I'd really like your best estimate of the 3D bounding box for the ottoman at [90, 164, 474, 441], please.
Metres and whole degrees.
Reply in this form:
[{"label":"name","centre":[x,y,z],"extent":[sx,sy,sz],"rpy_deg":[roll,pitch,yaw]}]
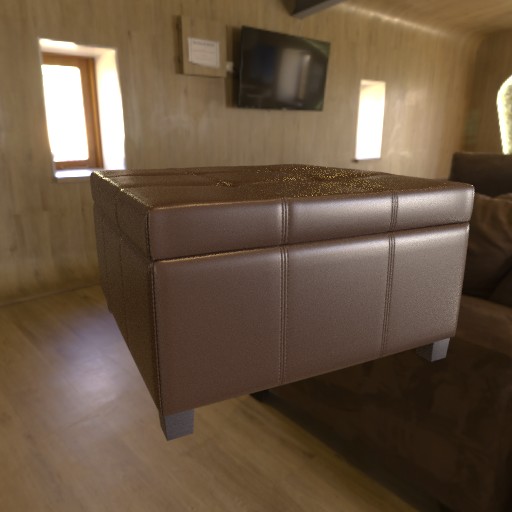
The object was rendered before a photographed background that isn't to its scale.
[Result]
[{"label":"ottoman","centre":[0.000,0.000,1.263],"extent":[0.788,0.460,0.787],"rpy_deg":[-8,17,-25]}]
